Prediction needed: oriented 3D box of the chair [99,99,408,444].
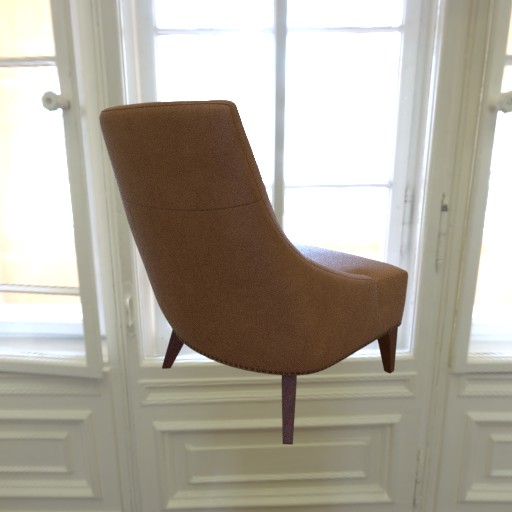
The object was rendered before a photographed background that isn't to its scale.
[{"bbox_3d":[0.000,0.000,1.454,0.701,0.909,0.861,14,21,43],"label":"chair"}]
